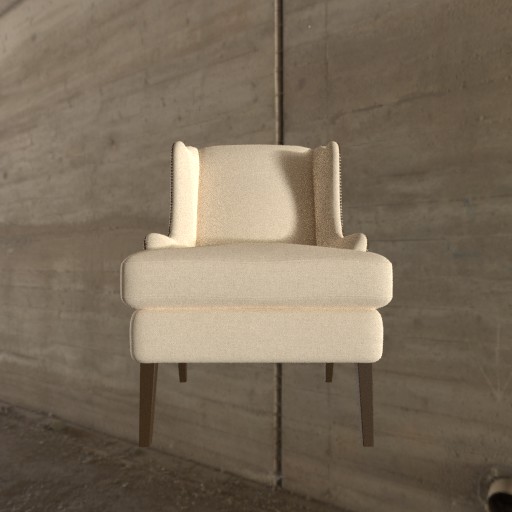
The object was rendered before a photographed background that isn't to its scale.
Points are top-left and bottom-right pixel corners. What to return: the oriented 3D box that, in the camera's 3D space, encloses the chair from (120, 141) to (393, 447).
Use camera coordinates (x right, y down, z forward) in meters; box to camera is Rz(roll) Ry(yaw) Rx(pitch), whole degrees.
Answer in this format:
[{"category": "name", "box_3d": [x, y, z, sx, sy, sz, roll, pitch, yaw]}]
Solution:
[{"category": "chair", "box_3d": [0.000, 0.000, 1.624, 0.737, 1.029, 0.940, 0, -1, 0]}]
